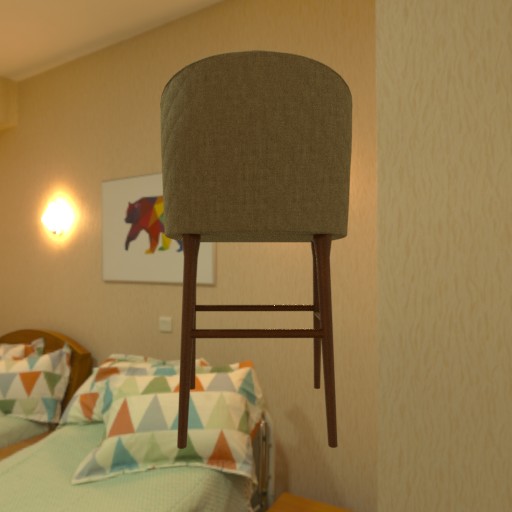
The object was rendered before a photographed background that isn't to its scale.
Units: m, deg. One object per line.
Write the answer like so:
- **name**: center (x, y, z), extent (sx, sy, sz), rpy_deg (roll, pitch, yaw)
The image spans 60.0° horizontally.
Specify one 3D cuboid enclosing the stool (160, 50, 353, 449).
- **stool**: center (0.000, 0.000, 1.340), extent (0.559, 0.952, 0.635), rpy_deg (0, -1, -1)
